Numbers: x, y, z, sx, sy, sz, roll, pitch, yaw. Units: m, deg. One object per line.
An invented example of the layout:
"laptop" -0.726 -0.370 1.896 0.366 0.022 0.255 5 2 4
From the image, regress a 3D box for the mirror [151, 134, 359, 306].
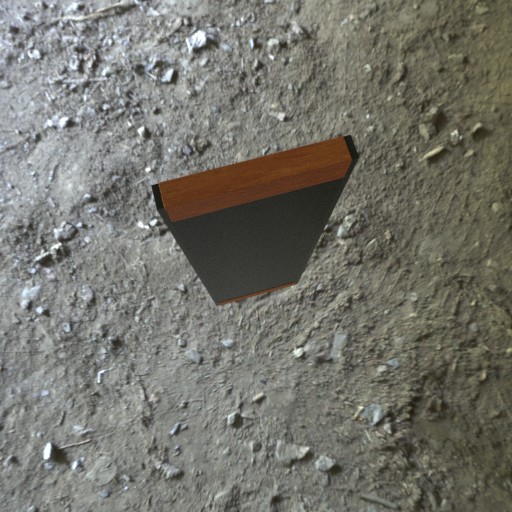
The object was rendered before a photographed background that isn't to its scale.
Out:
"mirror" 0.000 0.000 1.270 0.343 1.123 0.047 -15 76 -4
